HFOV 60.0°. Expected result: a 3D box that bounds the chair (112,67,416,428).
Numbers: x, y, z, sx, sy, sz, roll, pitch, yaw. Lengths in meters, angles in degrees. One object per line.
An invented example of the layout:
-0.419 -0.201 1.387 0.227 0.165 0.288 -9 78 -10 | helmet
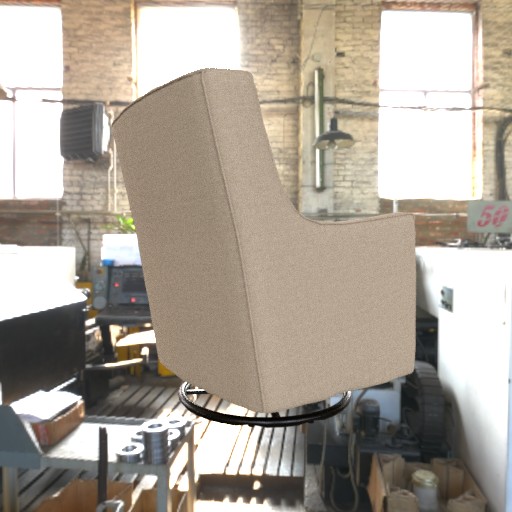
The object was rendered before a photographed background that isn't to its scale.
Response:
0.000 0.000 1.557 0.879 0.993 0.732 -1 2 -36 | chair
